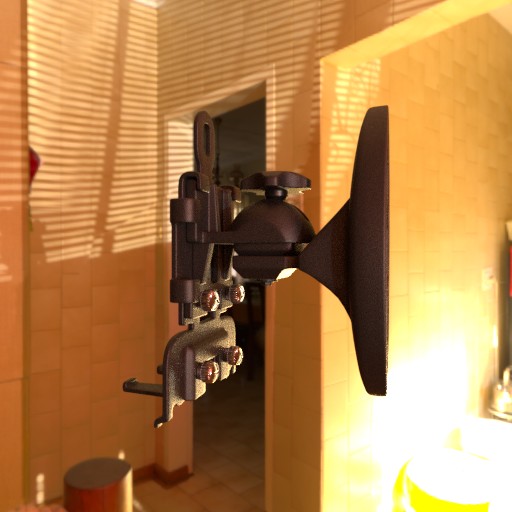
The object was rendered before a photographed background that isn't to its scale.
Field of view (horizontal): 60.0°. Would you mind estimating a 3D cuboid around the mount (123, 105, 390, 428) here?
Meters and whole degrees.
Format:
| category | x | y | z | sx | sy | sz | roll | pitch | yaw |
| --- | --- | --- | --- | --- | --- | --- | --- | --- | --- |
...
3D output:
| category | x | y | z | sx | sy | sz | roll | pitch | yaw |
| --- | --- | --- | --- | --- | --- | --- | --- | --- | --- |
| mount | 0.000 | 0.000 | 0.175 | 0.100 | 0.118 | 0.066 | 0 | 1 | 18 |
